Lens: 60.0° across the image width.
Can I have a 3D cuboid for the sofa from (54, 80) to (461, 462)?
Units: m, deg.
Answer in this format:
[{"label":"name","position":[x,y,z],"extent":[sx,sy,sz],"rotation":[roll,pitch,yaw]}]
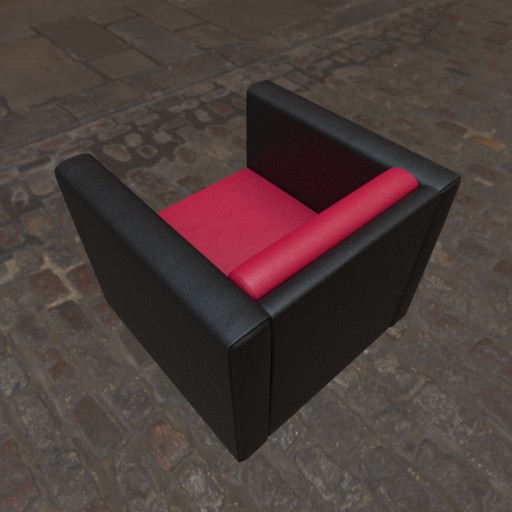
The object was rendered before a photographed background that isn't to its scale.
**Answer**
[{"label":"sofa","position":[0.000,0.000,1.477],"extent":[0.839,0.724,0.809],"rotation":[-33,54,-27]}]
